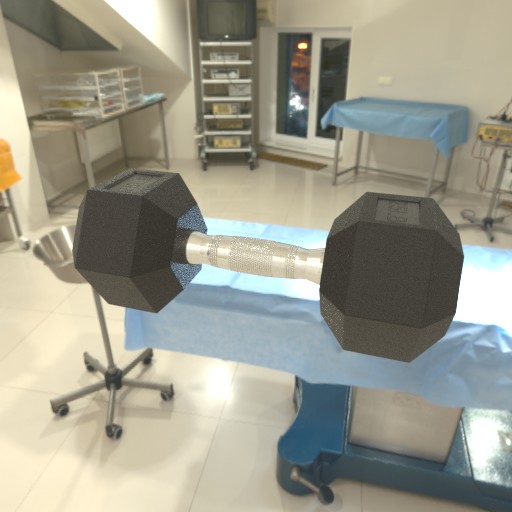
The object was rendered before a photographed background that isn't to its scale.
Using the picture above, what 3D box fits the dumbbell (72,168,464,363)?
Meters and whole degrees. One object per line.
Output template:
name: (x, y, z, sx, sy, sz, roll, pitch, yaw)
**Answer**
dumbbell: (0.000, 0.000, 0.381, 0.315, 0.113, 0.129, 8, 29, 16)
